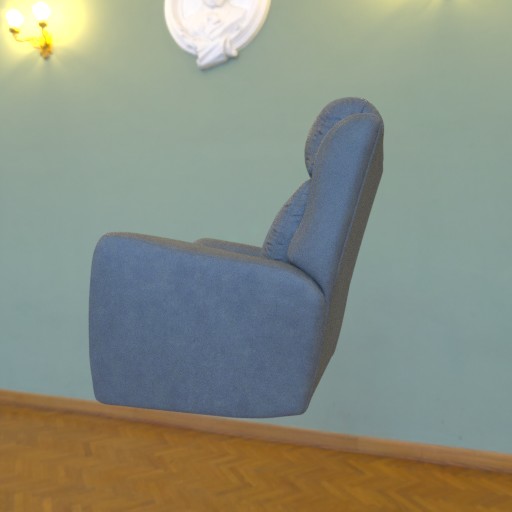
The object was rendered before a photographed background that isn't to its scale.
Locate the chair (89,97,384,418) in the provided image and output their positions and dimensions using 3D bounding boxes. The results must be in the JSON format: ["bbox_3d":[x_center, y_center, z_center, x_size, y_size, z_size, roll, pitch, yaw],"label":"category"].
[{"bbox_3d":[0.000,0.000,1.931,1.068,1.116,0.967,0,1,16],"label":"chair"}]
